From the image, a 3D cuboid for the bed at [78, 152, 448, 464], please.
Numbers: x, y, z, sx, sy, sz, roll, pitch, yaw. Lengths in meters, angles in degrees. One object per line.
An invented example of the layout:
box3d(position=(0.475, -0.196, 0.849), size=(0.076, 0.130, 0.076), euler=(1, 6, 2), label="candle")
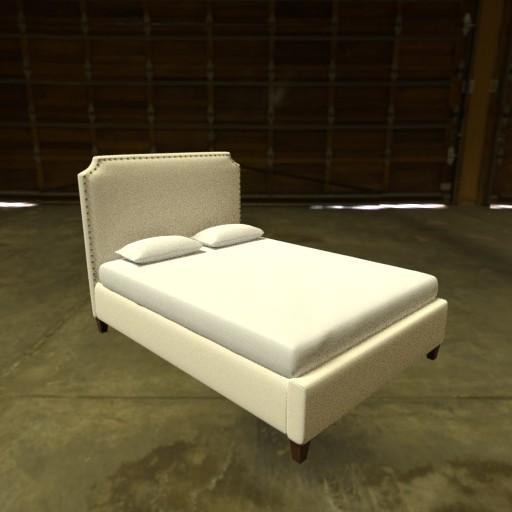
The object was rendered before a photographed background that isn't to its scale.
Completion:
box3d(position=(0.000, 0.000, 3.451), size=(1.712, 1.497, 2.372), euler=(-14, 21, -43), label="bed")
